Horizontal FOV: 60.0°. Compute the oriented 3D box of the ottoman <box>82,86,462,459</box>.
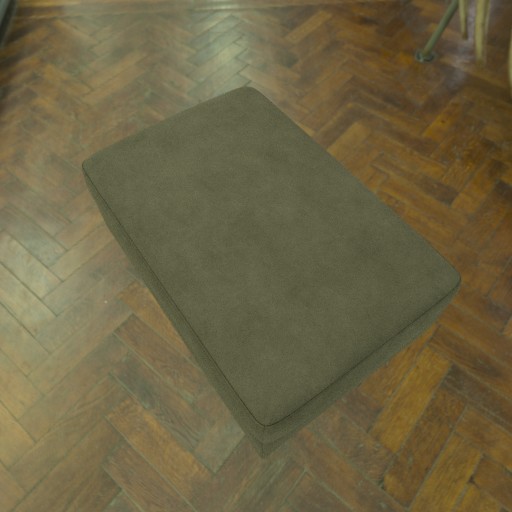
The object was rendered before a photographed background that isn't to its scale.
[{"bbox_3d":[0.000,0.000,1.225,0.584,0.483,0.864,-31,63,-18],"label":"ottoman"}]
